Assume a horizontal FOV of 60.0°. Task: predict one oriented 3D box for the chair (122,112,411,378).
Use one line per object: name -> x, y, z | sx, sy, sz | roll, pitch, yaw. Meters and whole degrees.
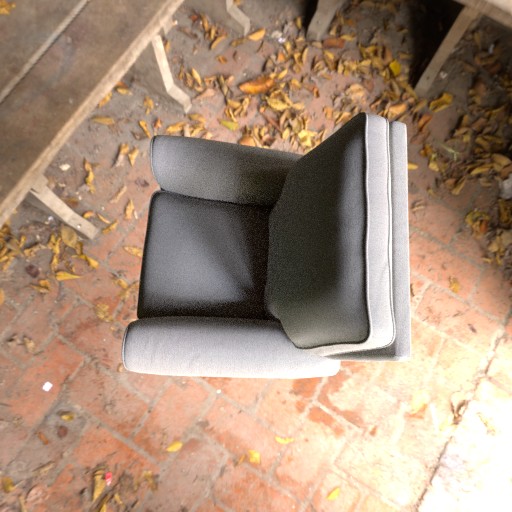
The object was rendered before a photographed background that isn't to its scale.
chair -> 0.000, 0.000, 1.643 | 0.878, 0.960, 0.890 | 4, 76, 1
